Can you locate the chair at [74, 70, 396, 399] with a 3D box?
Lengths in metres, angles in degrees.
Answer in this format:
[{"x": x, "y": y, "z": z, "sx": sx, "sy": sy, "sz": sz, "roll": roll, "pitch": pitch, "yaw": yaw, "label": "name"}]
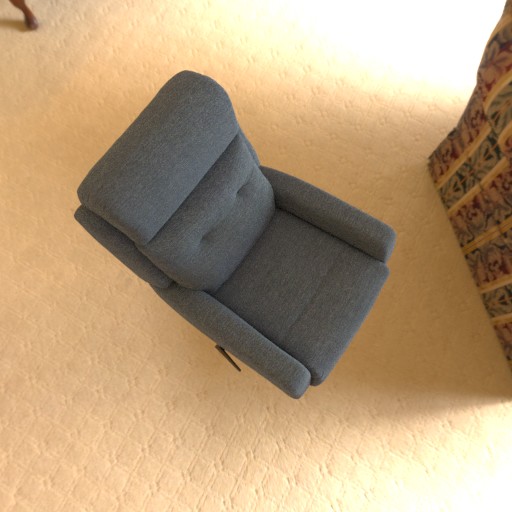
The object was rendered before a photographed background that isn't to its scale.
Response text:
[{"x": 0.000, "y": 0.000, "z": 1.759, "sx": 1.043, "sy": 1.013, "sz": 0.798, "roll": 34, "pitch": 77, "yaw": 9, "label": "chair"}]
